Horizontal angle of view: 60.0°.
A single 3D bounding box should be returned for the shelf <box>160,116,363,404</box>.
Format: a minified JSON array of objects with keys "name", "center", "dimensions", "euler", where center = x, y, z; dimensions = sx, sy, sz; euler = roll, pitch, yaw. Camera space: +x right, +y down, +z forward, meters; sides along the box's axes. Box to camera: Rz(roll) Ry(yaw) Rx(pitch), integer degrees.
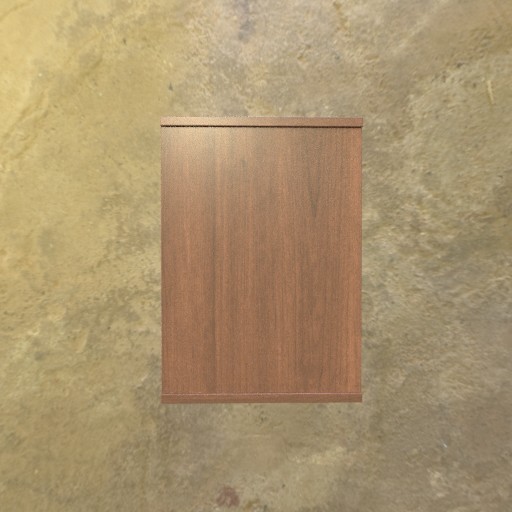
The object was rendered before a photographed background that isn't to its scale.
[{"name":"shelf","center":[0.000,0.000,1.074],"dimensions":[0.290,0.879,0.414],"euler":[0,91,-1]}]
